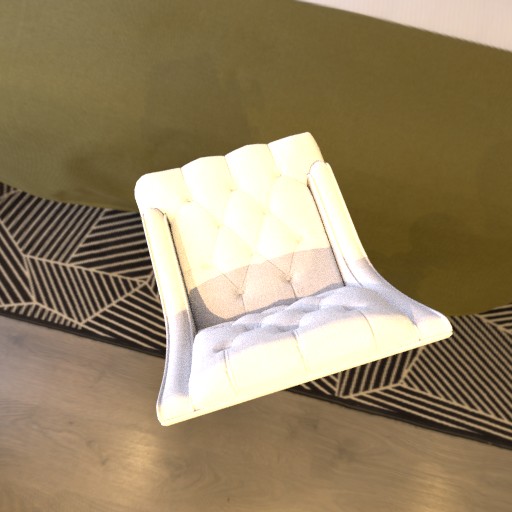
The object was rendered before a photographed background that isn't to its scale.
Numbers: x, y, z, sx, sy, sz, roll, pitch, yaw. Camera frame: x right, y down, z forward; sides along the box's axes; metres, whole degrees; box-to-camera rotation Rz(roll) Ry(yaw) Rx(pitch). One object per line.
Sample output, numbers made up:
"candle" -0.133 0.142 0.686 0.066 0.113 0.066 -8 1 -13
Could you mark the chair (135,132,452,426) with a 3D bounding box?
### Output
"chair" 0.000 0.000 1.404 0.658 0.891 0.772 -16 76 -4
